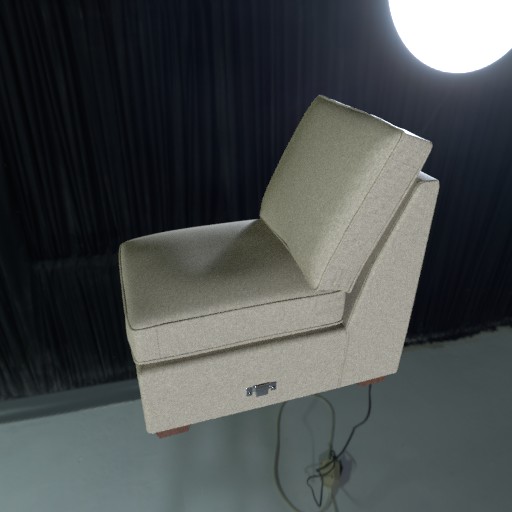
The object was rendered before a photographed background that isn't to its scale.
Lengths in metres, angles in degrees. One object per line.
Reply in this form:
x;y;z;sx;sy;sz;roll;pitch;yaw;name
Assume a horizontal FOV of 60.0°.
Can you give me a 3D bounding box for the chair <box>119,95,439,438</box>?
0.000;0.000;1.709;1.020;1.058;0.674;-9;31;-15;chair
